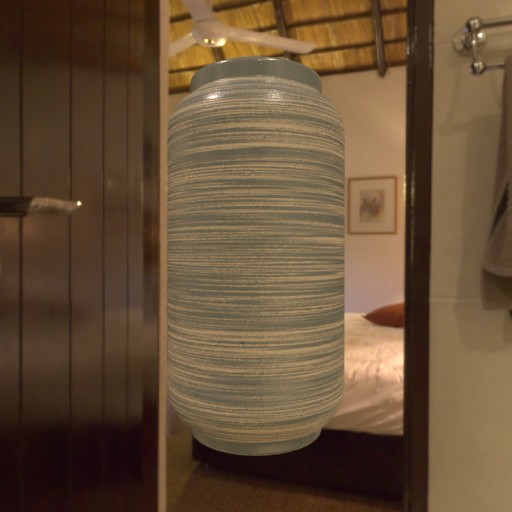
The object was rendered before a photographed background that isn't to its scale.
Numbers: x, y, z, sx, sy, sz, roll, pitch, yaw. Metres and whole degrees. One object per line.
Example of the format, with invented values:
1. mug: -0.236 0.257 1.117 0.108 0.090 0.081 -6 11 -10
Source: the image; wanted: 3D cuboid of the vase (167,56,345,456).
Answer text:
1. vase: 0.000 0.000 0.296 0.116 0.230 0.116 0 1 0
